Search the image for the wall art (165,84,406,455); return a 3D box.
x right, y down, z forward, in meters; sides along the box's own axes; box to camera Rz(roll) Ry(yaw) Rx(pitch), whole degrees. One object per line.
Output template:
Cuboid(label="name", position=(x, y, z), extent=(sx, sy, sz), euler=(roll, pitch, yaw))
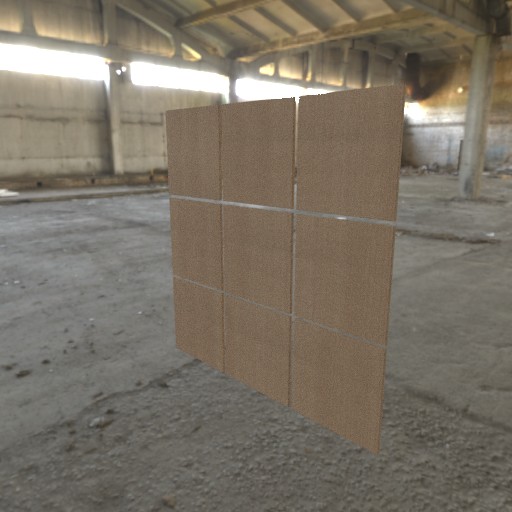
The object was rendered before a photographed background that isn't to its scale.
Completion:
Cuboid(label="wall art", position=(0.000, 0.000, 1.831), extent=(0.013, 1.218, 1.219), euler=(-13, 18, -43))
